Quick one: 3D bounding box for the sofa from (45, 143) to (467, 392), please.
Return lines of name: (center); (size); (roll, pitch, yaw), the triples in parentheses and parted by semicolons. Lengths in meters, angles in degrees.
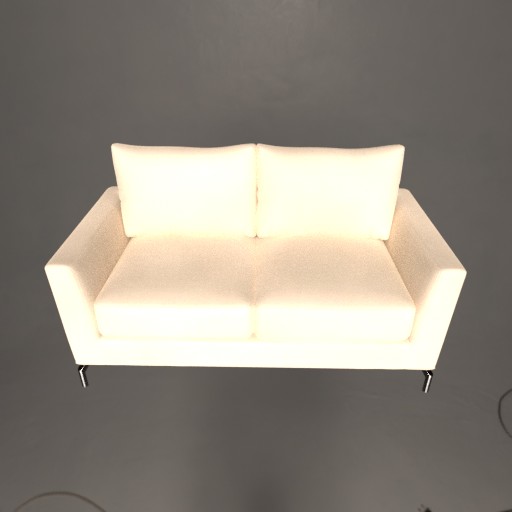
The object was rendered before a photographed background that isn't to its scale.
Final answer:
sofa: (0.000, 0.000, 2.282); (1.739, 0.995, 0.906); (1, 31, 1)
